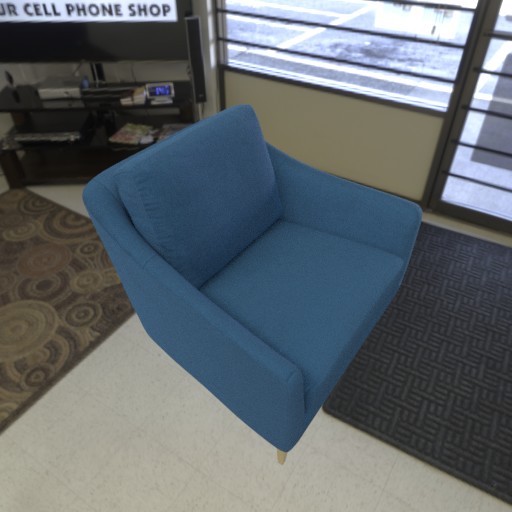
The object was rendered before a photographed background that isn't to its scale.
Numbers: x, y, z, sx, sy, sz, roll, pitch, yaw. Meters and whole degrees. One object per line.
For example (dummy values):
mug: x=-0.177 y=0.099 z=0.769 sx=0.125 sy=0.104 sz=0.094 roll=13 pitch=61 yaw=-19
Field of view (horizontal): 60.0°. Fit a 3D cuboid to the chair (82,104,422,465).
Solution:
chair: x=0.000 y=0.000 z=1.726 sx=0.961 sy=0.899 sz=0.987 roll=25 pitch=47 yaw=26
